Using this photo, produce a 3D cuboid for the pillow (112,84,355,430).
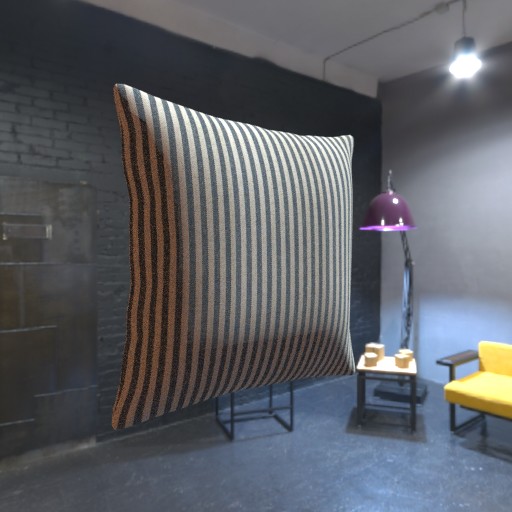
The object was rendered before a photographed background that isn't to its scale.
[{"bbox_3d":[0.000,0.000,0.796,0.523,0.510,0.166,-1,1,-37],"label":"pillow"}]
